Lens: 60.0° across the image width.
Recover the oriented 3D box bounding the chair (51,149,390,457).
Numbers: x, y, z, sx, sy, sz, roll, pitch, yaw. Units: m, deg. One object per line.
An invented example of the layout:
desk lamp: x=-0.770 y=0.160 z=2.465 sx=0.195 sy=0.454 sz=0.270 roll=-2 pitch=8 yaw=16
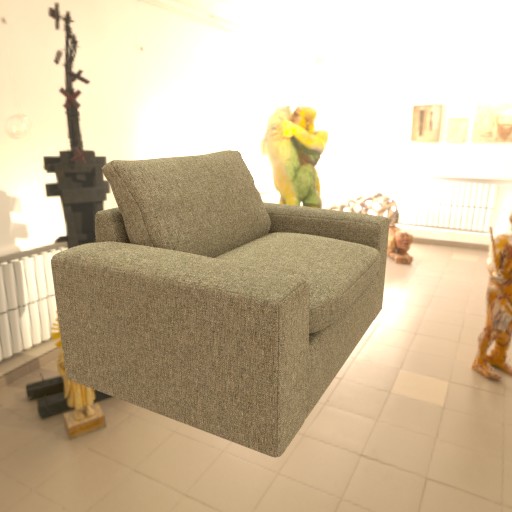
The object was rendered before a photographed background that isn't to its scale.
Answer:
chair: x=0.000 y=0.000 z=2.067 sx=1.039 sy=0.915 sz=1.398 roll=9 pitch=18 yaw=27
